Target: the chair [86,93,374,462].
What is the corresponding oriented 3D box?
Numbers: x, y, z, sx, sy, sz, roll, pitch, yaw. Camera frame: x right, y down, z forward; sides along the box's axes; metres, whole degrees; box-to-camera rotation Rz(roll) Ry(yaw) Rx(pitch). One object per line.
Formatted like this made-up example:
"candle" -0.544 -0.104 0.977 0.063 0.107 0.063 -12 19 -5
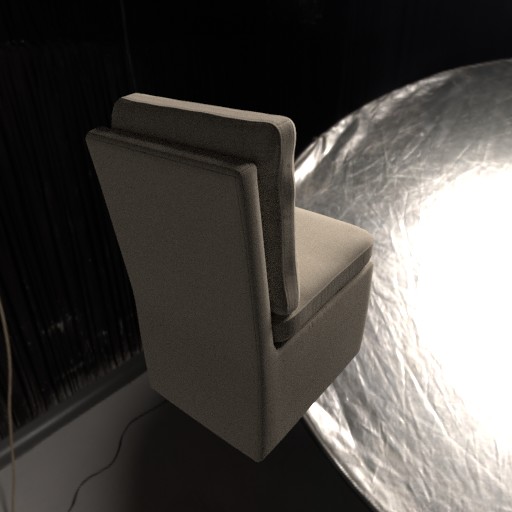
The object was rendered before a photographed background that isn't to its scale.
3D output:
"chair" 0.000 0.000 1.322 0.503 0.927 0.698 21 35 33
